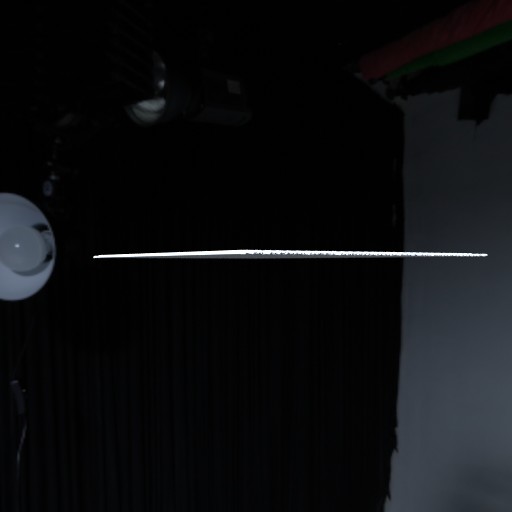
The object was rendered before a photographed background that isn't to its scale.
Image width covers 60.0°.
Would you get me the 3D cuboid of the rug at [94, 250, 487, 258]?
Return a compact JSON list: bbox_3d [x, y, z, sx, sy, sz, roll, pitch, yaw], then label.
[{"bbox_3d":[0.000,0.000,2.376,1.243,0.013,1.872,0,-1,-34],"label":"rug"}]
